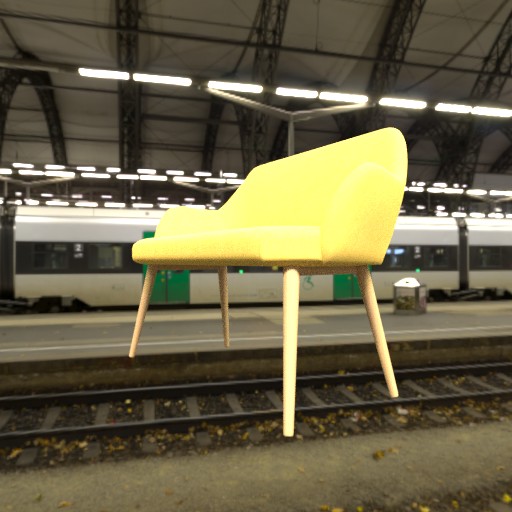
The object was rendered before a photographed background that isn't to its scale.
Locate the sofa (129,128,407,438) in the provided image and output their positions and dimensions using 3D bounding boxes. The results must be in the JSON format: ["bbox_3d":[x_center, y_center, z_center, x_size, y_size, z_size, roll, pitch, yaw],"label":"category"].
[{"bbox_3d":[0.000,0.000,1.586,0.610,0.840,1.150,0,-1,-35],"label":"sofa"}]
